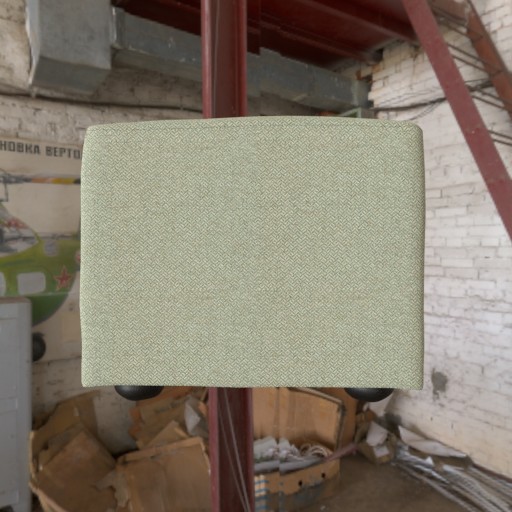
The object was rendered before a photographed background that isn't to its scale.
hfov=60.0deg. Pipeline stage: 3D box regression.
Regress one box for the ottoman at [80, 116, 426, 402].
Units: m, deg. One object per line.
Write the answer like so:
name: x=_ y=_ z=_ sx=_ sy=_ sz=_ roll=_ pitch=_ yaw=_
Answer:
ottoman: x=0.000 y=0.000 z=0.895 sx=0.512 sy=0.453 sz=0.521 roll=0 pitch=1 yaw=2
